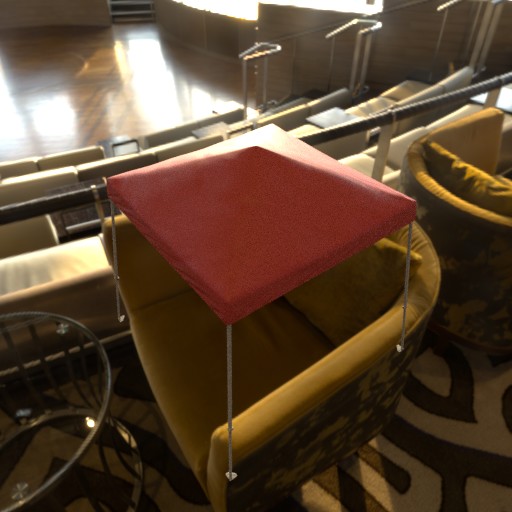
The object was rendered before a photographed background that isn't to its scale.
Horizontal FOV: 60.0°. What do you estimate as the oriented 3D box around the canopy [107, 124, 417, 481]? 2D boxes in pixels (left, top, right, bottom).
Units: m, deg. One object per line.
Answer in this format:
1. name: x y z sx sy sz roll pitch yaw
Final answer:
1. canopy: 0.000 0.000 6.659 3.599 3.600 3.600 -26 47 -27
